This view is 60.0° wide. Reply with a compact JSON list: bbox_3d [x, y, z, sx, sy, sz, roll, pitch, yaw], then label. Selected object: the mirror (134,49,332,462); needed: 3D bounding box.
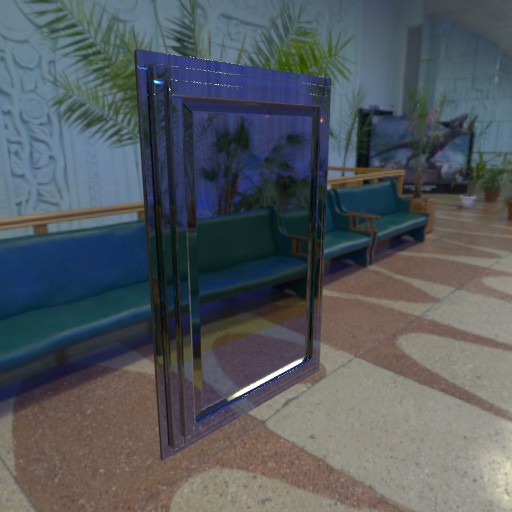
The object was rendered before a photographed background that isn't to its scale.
[{"bbox_3d":[0.000,0.000,1.149,0.613,0.914,0.039,-14,21,-43],"label":"mirror"}]
